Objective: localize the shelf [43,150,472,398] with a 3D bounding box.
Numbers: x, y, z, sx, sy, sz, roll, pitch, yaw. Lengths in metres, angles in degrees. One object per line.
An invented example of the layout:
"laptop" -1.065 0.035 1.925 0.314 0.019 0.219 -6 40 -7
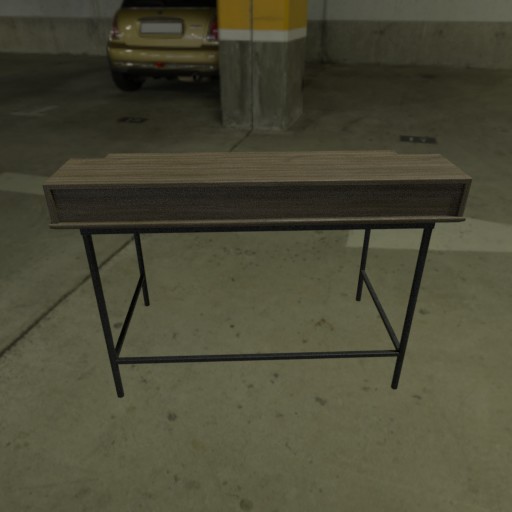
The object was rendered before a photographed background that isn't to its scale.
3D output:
"shelf" 0.000 0.000 1.737 1.212 0.865 0.685 -1 30 -2
